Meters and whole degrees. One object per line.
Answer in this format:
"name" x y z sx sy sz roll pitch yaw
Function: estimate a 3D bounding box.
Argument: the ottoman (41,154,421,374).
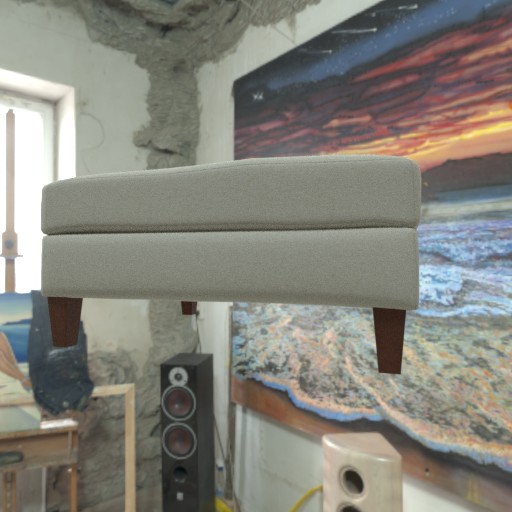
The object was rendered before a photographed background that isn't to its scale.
"ottoman" 0.000 0.000 1.415 0.976 0.492 0.836 0 0 19
